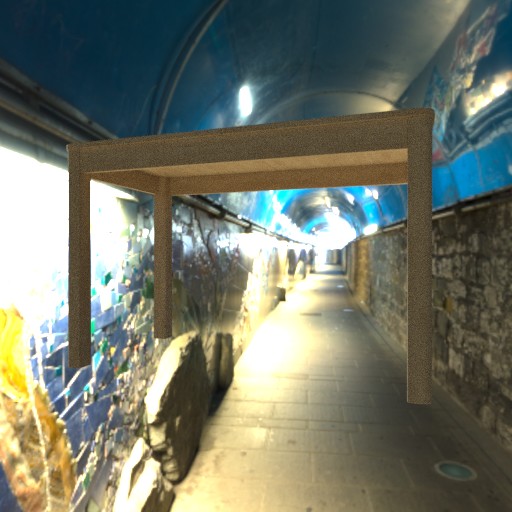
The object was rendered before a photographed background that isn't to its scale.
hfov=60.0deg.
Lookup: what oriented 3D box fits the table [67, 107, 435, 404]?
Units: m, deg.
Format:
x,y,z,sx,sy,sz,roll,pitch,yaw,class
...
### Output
x,y,z,sx,sy,sz,roll,pitch,yaw,class
0.000,0.000,1.911,1.400,0.900,0.750,0,0,19,table
